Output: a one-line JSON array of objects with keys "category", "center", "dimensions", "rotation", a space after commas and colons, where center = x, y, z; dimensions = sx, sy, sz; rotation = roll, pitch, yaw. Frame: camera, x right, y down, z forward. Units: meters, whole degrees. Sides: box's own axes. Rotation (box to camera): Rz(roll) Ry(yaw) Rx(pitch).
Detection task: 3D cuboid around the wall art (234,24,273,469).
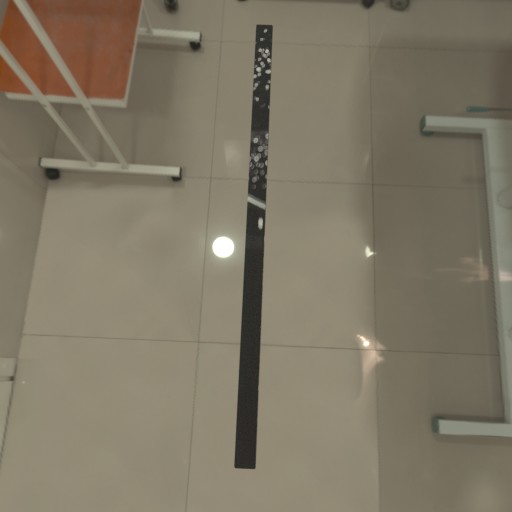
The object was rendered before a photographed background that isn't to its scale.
[{"category": "wall art", "center": [0.000, 0.000, 1.173], "dimensions": [0.038, 0.609, 0.914], "rotation": [2, 76, 1]}]
